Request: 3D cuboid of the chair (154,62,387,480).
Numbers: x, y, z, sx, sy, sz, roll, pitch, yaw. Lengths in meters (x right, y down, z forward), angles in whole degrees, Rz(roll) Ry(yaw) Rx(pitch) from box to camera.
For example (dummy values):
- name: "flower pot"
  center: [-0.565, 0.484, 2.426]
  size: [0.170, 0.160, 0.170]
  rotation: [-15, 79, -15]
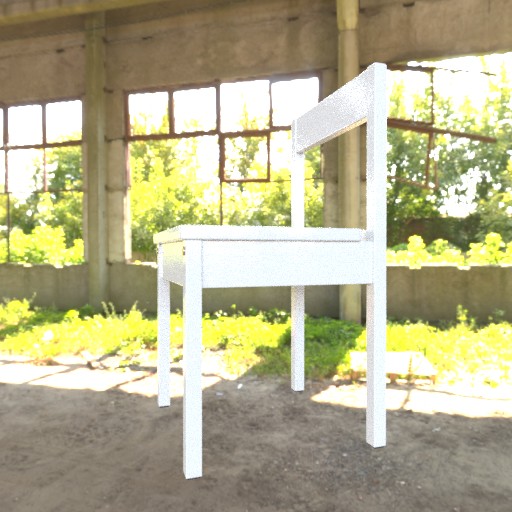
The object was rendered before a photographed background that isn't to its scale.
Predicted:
- name: "chair"
  center: [0.000, 0.000, 0.879]
  size: [0.361, 0.668, 0.367]
  rotation: [0, 0, -19]
